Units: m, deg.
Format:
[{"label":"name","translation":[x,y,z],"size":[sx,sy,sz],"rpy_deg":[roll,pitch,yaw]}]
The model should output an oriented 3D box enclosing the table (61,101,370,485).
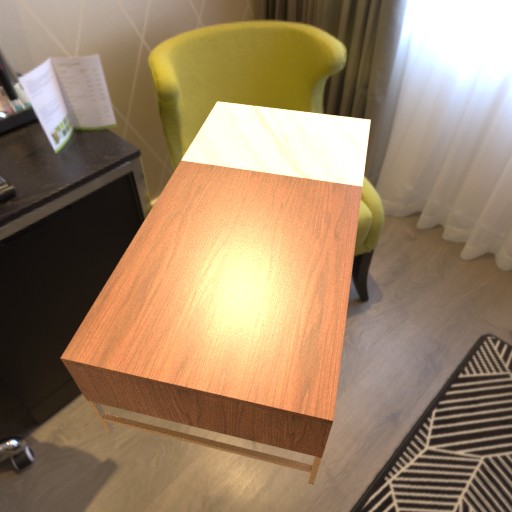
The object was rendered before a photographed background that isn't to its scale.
[{"label":"table","translation":[0.000,0.000,1.936],"size":[0.789,0.551,1.553],"rpy_deg":[10,48,9]}]
